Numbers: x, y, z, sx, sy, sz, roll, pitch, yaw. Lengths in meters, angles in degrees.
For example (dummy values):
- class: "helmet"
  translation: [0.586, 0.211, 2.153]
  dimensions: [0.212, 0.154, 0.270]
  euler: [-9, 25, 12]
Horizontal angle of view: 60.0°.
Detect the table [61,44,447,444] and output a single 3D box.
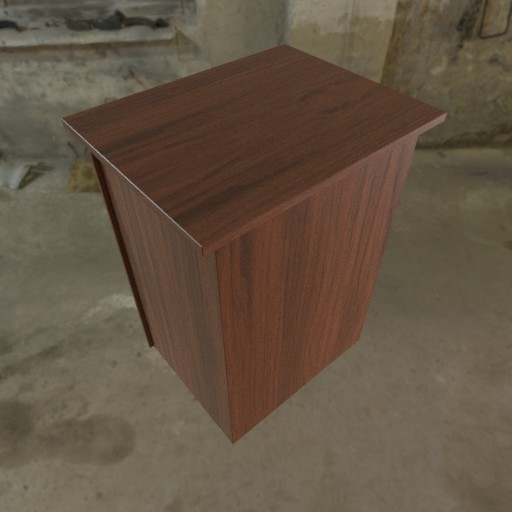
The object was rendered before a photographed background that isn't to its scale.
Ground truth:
- class: "table"
  translation: [0.000, 0.000, 0.928]
  dimensions: [0.480, 0.636, 0.381]
  euler: [-31, 53, -27]
